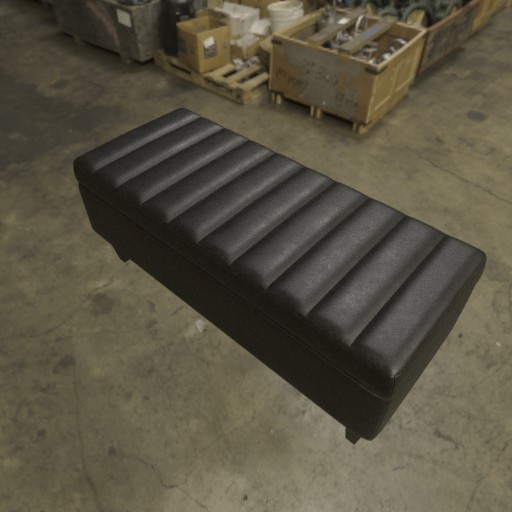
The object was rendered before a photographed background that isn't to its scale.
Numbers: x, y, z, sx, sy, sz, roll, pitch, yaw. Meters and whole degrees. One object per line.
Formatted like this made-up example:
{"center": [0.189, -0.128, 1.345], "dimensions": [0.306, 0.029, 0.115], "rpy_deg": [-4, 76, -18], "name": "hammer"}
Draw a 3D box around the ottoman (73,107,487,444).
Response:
{"center": [0.000, 0.000, 1.385], "dimensions": [1.151, 0.469, 0.482], "rpy_deg": [33, 54, 28], "name": "ottoman"}
